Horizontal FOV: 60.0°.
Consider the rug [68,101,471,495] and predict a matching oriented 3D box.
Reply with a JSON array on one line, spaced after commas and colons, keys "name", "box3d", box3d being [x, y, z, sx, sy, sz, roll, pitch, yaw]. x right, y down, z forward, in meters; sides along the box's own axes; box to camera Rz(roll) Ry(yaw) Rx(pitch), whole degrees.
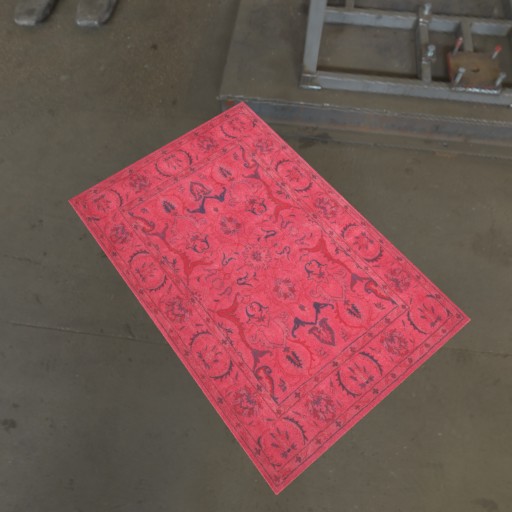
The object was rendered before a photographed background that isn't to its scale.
[{"name": "rug", "box3d": [0.000, 0.000, 2.287, 1.209, 0.008, 1.814, -35, 68, -16]}]
